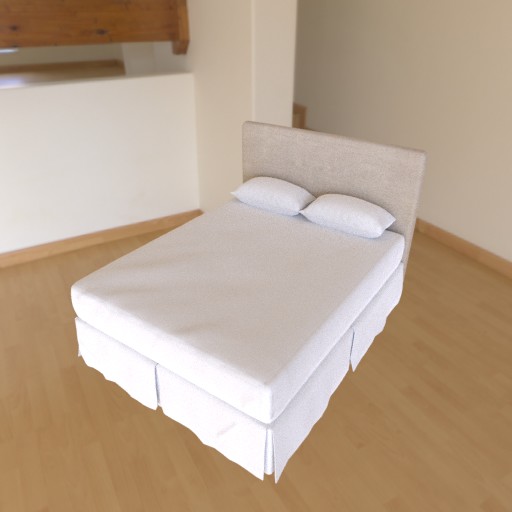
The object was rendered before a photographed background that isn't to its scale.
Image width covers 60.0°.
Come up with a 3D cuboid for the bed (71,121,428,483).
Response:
[{"bbox_3d":[0.000,0.000,3.217,1.713,1.330,2.162,19,35,30],"label":"bed"}]
